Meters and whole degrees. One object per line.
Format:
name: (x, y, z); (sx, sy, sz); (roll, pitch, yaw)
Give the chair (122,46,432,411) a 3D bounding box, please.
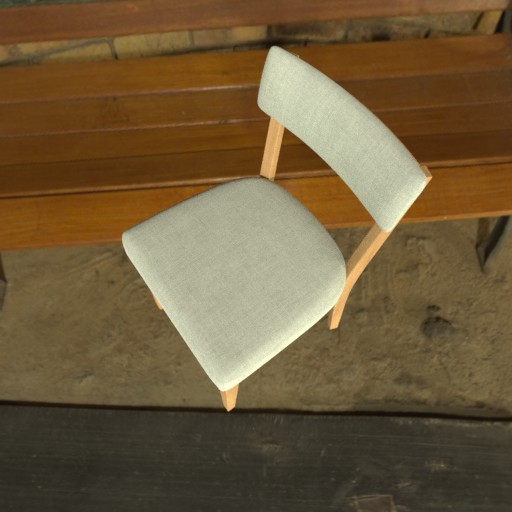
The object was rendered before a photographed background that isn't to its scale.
chair: (0.000, 0.000, 1.220); (0.572, 0.832, 0.508); (-33, 67, -16)
